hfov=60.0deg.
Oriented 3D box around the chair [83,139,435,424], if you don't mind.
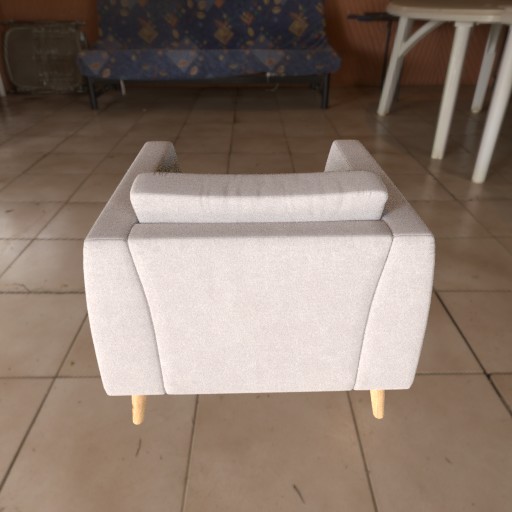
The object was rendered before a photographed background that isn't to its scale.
[{"bbox_3d":[0.000,0.000,1.702,1.000,0.860,0.930,-1,31,-1],"label":"chair"}]
